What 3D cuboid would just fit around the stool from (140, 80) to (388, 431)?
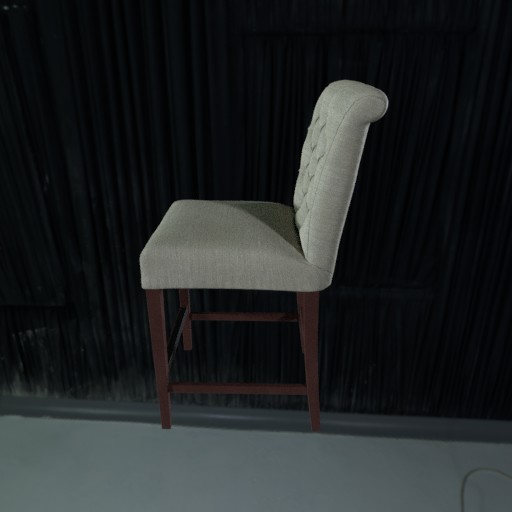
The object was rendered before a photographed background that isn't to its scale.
[{"bbox_3d":[0.000,0.000,1.481,0.660,1.084,0.486,1,24,1],"label":"stool"}]
